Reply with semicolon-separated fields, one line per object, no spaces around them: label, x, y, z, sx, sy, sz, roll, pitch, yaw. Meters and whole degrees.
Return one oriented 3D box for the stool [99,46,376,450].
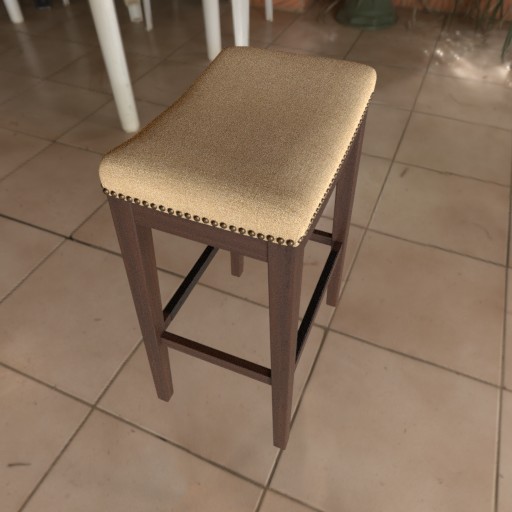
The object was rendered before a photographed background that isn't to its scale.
stool;0.000;0.000;1.033;0.363;0.768;0.509;16;49;15
